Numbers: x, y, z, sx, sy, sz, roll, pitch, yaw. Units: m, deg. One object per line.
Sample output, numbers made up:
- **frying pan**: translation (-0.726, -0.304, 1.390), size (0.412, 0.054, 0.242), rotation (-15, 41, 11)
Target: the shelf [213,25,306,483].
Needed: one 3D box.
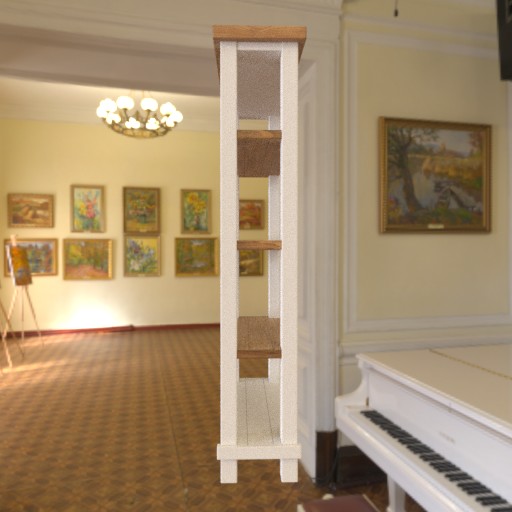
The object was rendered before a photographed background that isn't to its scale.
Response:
- **shelf**: translation (0.000, 0.000, 2.315), size (0.381, 1.878, 1.022), rotation (0, 1, -2)
